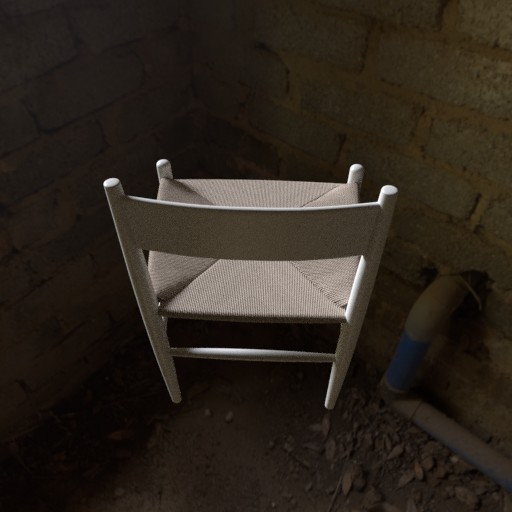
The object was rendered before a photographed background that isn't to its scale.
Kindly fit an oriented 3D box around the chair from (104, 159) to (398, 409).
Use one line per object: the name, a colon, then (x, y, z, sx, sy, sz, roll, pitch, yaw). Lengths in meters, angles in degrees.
chair: (0.000, 0.000, 1.100, 0.556, 0.762, 0.495, 2, 46, 2)
